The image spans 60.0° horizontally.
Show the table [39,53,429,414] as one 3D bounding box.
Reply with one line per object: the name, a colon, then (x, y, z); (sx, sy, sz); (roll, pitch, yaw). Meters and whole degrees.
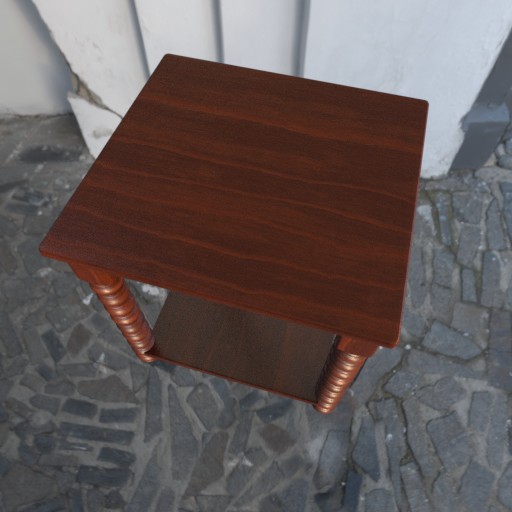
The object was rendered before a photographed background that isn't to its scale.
table: (0.000, 0.000, 0.979); (0.533, 0.567, 0.500); (14, 59, 8)
